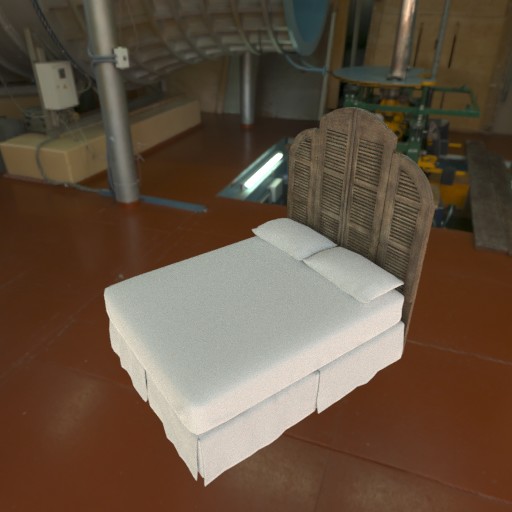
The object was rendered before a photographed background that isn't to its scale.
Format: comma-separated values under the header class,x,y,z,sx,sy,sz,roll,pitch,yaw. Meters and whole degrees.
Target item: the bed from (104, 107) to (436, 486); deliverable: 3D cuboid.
class,x,y,z,sx,sy,sz,roll,pitch,yaw
bed,0.000,0.000,3.512,2.138,2.019,1.713,-20,36,-30
